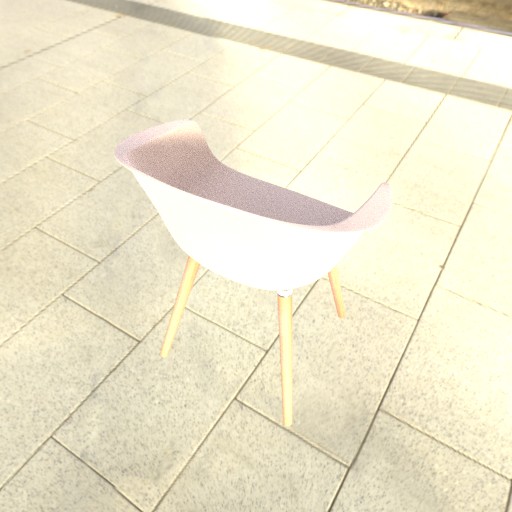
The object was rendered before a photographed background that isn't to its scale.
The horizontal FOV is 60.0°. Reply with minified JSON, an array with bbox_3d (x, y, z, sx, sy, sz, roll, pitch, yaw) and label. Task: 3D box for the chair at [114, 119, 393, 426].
[{"bbox_3d":[0.000,0.000,1.158,0.593,0.781,0.504,23,51,20],"label":"chair"}]
